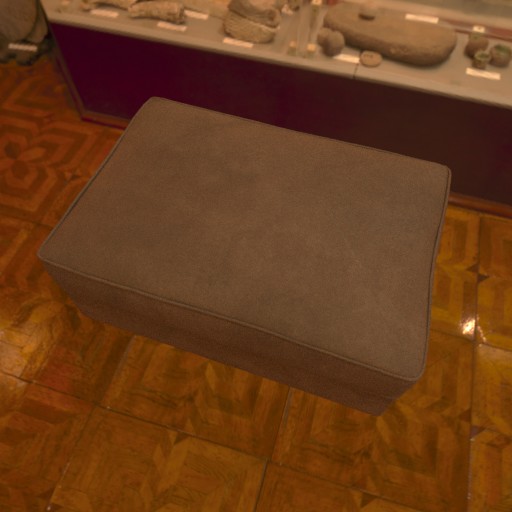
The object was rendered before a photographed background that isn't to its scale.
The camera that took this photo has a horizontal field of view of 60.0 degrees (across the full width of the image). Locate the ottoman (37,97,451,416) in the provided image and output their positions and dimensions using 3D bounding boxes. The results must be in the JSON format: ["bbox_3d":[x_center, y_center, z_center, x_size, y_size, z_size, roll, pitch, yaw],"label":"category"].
[{"bbox_3d":[0.000,0.000,1.196,0.860,0.481,0.596,16,59,10],"label":"ottoman"}]
